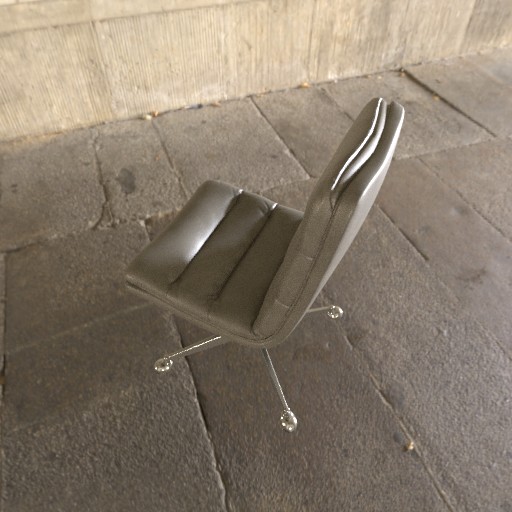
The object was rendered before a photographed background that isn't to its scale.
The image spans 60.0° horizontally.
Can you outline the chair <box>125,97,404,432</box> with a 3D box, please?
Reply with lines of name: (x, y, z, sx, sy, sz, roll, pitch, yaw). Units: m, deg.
chair: (0.000, 0.000, 1.032, 0.485, 0.738, 0.422, 18, 48, 17)
